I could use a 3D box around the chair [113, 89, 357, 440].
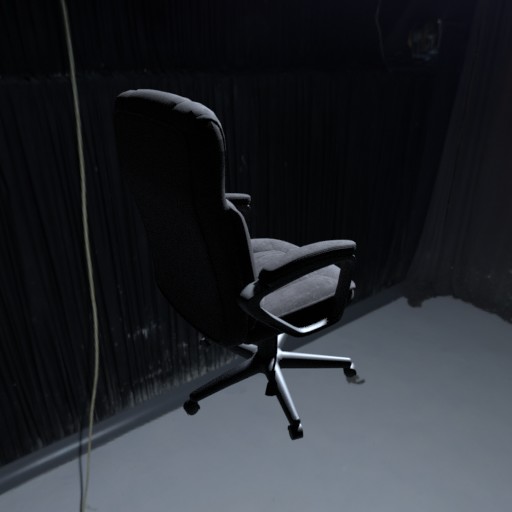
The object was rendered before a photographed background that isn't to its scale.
[{"bbox_3d":[0.000,0.000,1.531,0.724,1.105,0.667,-17,30,-31],"label":"chair"}]
